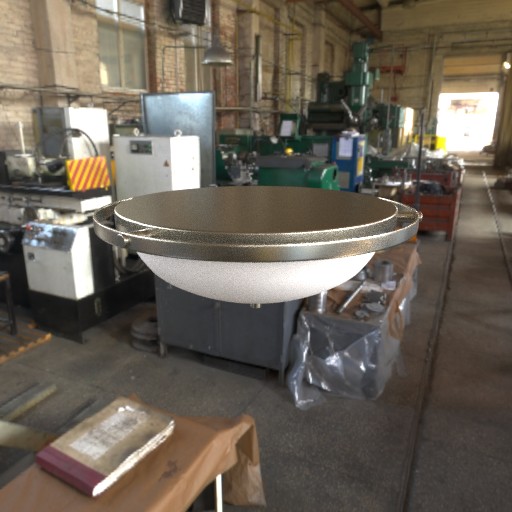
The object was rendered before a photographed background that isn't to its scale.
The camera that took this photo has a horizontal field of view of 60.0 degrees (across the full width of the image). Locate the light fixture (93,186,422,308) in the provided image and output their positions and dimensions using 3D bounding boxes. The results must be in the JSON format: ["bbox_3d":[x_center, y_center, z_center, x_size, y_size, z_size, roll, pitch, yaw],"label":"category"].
[{"bbox_3d":[0.000,0.000,0.536,0.361,0.130,0.361,0,16,0],"label":"light fixture"}]
